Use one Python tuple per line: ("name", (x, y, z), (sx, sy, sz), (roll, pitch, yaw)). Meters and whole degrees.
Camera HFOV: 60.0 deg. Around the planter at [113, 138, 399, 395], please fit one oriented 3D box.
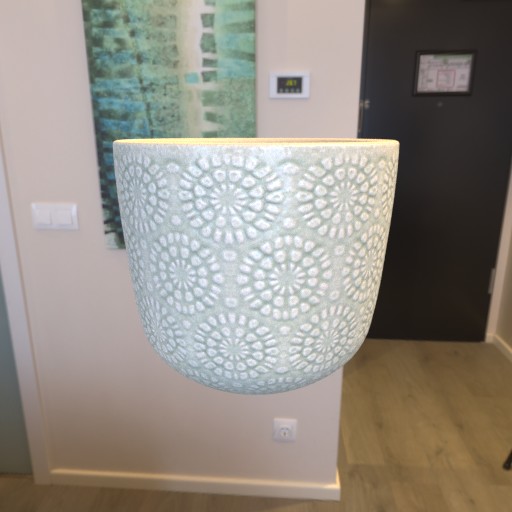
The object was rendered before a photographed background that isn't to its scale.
("planter", (0.000, 0.000, 0.215), (0.124, 0.109, 0.124), (0, 16, 0))
